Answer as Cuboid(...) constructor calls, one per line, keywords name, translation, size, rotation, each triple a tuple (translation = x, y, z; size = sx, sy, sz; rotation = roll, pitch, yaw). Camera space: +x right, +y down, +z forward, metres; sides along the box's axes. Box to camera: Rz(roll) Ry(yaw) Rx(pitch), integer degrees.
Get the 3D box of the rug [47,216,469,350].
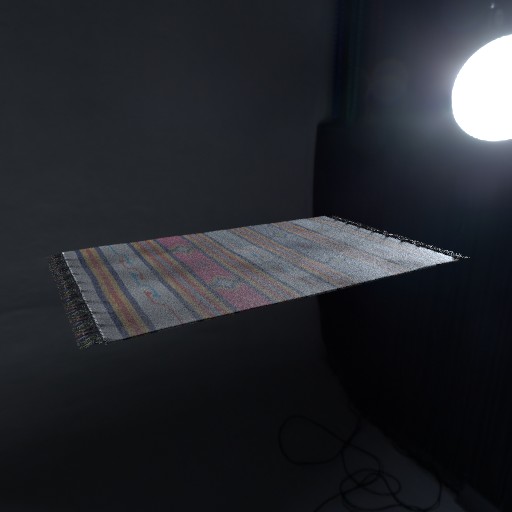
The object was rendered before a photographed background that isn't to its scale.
Cuboid(name="rug", translation=(0.000, 0.000, 2.231), size=(1.849, 0.013, 1.084), rotation=(-10, 21, -28))
